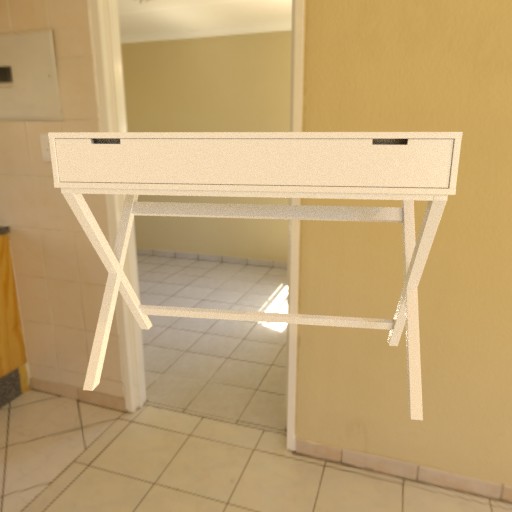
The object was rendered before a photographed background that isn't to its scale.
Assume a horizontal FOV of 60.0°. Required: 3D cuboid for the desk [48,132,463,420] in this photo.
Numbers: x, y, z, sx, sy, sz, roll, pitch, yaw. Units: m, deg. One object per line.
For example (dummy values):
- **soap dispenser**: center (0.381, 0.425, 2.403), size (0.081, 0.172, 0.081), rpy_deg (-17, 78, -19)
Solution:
- **desk**: center (0.000, 0.000, 1.458), size (1.059, 0.780, 0.509), rpy_deg (2, 15, 9)
